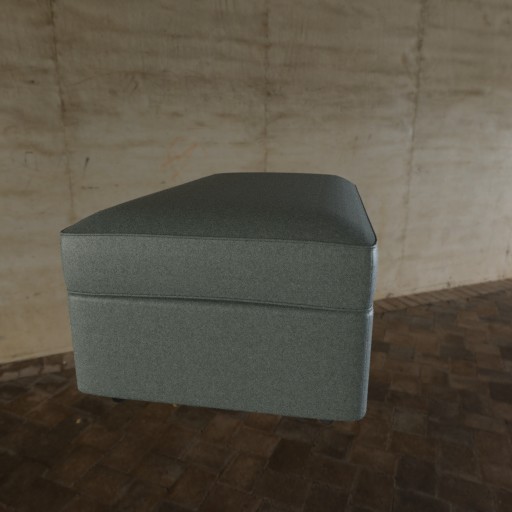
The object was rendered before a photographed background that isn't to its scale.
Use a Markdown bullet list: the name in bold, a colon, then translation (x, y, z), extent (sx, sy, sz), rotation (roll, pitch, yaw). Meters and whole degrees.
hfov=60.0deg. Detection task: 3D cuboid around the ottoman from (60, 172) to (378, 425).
- **ottoman**: translation (0.000, 0.000, 1.486), extent (0.681, 0.494, 1.173), rotation (3, 15, 10)
